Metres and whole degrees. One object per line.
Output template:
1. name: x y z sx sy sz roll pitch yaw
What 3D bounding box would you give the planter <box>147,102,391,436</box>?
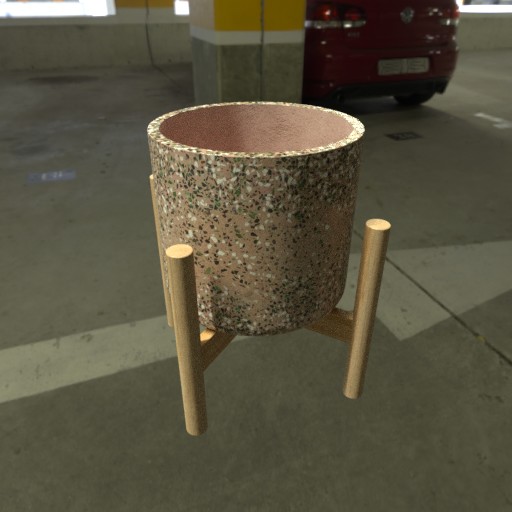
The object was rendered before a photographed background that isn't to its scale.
1. planter: 0.000 0.000 0.543 0.284 0.320 0.284 -22 37 -32
